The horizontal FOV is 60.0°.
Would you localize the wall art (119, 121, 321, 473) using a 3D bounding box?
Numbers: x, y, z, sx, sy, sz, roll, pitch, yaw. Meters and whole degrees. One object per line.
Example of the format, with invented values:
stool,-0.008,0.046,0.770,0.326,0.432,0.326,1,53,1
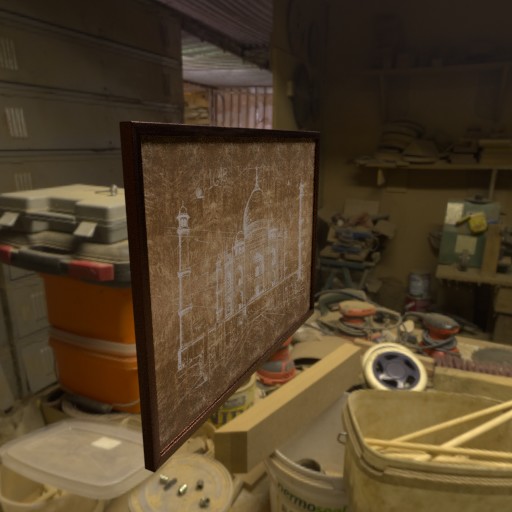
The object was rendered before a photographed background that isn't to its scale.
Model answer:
wall art,0.000,0.000,0.551,0.012,0.304,0.431,7,16,26
